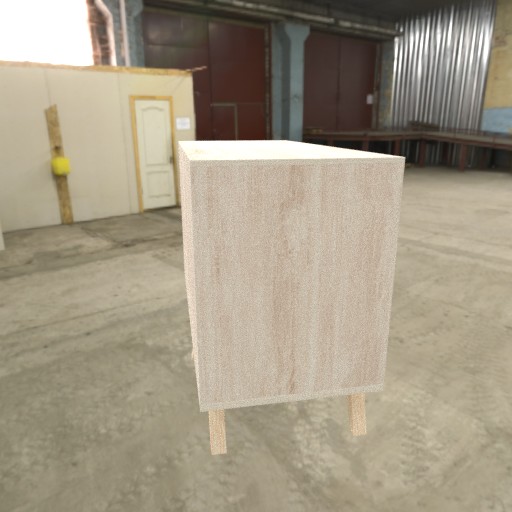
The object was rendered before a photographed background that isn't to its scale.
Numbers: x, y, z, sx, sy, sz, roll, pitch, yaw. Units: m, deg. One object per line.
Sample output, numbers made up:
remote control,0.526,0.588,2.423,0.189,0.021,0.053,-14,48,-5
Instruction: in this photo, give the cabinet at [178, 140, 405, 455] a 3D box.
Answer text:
cabinet,0.000,0.000,1.626,0.500,0.780,1.110,-3,17,-10
